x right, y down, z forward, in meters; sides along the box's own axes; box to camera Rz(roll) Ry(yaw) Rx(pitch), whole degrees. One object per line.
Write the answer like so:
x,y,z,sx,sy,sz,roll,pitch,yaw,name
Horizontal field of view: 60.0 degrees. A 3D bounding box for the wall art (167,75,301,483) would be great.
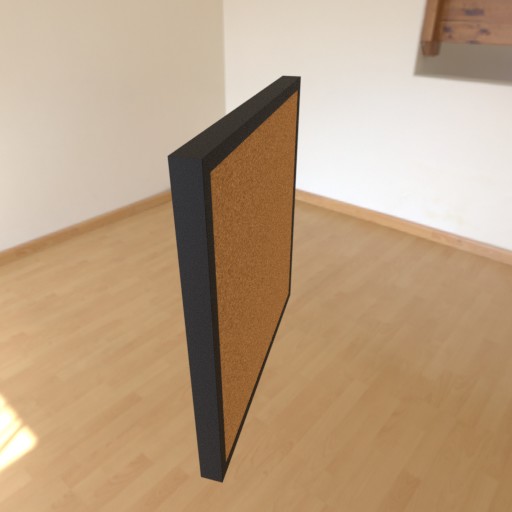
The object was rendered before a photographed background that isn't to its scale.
0.000,0.000,0.757,0.036,0.503,0.506,8,31,13,wall art
